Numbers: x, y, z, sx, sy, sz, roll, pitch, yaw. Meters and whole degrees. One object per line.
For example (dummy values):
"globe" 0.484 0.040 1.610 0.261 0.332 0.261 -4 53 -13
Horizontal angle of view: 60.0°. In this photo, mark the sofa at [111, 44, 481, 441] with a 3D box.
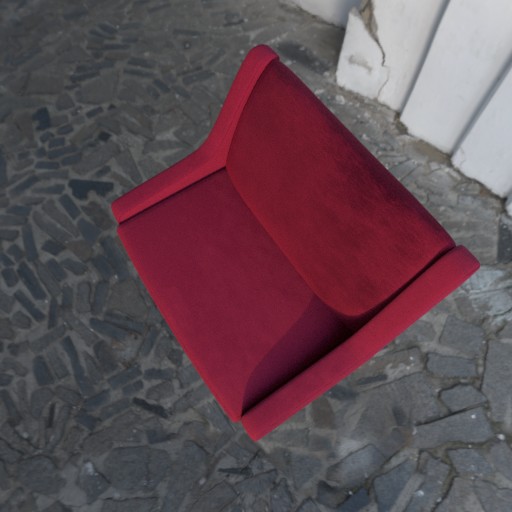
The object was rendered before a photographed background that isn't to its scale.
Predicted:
"sofa" 0.000 0.000 1.950 0.946 0.976 1.242 -31 69 -14
